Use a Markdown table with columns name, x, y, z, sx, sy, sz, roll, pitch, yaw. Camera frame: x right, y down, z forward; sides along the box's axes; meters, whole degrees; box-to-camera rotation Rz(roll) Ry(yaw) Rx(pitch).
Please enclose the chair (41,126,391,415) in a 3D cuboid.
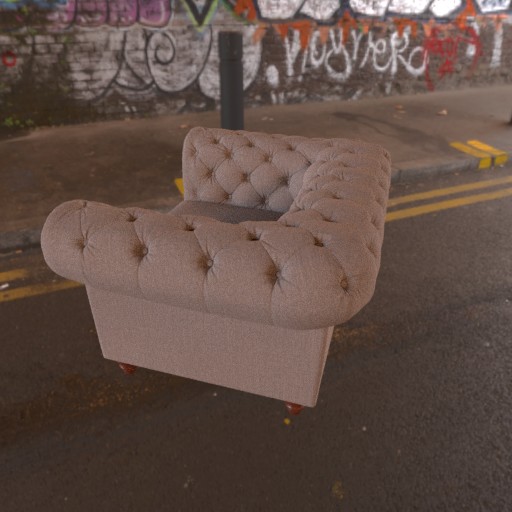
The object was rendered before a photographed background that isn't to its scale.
| name | x | y | z | sx | sy | sz | roll | pitch | yaw |
| --- | --- | --- | --- | --- | --- | --- | --- | --- | --- |
| chair | 0.000 | 0.000 | 1.835 | 0.976 | 0.770 | 1.270 | 9 | 31 | 15 |
